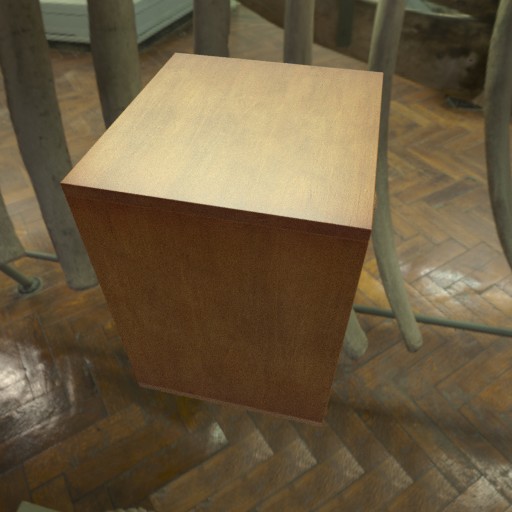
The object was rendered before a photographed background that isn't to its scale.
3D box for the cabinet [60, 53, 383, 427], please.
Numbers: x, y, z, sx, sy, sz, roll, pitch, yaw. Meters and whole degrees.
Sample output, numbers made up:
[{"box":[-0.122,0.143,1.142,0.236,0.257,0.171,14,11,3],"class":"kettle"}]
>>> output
[{"box":[0.000,0.000,0.860,0.401,0.579,0.409,9,47,9],"class":"cabinet"}]
